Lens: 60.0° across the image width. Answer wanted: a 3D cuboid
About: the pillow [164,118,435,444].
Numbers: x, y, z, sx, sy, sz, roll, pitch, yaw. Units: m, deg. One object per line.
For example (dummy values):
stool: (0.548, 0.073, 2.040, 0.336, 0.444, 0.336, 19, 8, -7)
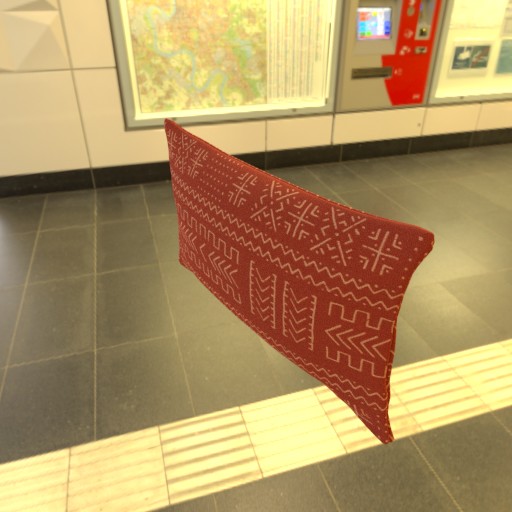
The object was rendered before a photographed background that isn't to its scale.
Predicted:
pillow: (0.000, 0.000, 0.775, 0.130, 0.352, 0.640, -21, 37, -31)
